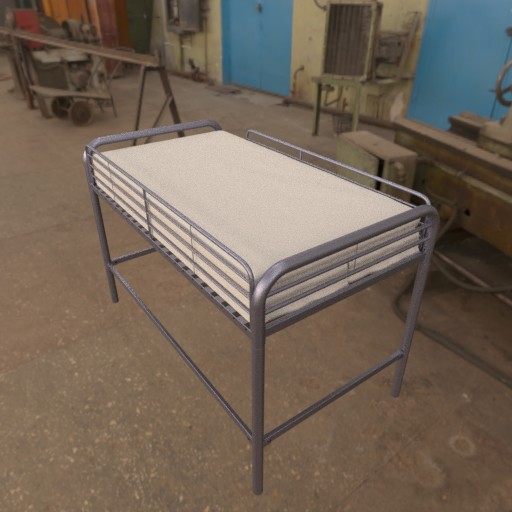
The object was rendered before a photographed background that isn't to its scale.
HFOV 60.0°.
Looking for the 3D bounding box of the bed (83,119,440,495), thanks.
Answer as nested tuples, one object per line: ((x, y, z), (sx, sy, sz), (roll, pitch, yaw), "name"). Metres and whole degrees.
((0.000, 0.000, 2.860), (1.415, 1.288, 1.965), (-20, 36, -30), "bed")
